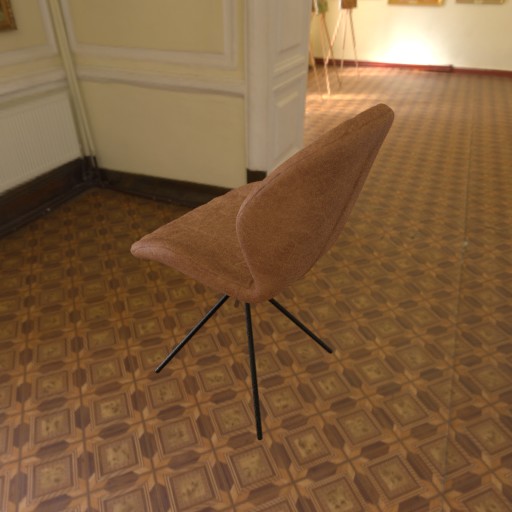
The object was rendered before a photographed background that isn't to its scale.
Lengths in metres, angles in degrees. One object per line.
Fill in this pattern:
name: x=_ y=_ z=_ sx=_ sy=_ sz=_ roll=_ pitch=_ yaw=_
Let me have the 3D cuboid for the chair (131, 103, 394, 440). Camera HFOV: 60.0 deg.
chair: x=0.000 y=0.000 z=1.286 sx=0.640 sy=0.929 sz=0.527 roll=22 pitch=39 yaw=30
